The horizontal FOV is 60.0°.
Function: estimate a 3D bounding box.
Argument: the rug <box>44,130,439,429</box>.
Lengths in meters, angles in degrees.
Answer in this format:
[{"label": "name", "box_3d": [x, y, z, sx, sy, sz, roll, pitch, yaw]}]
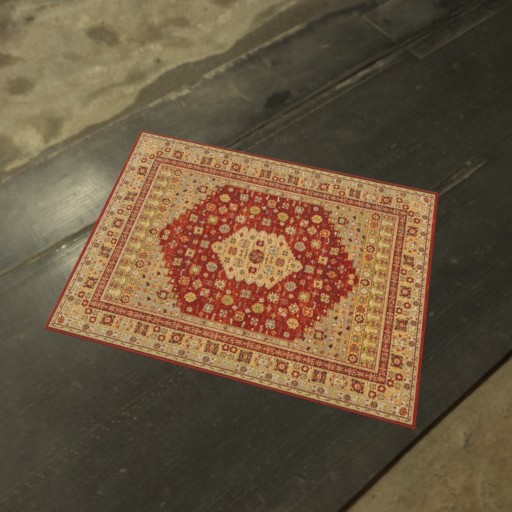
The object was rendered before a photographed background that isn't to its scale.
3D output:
[{"label": "rug", "box_3d": [0.000, 0.000, 2.876, 2.211, 0.013, 1.593, 13, 64, 7]}]
